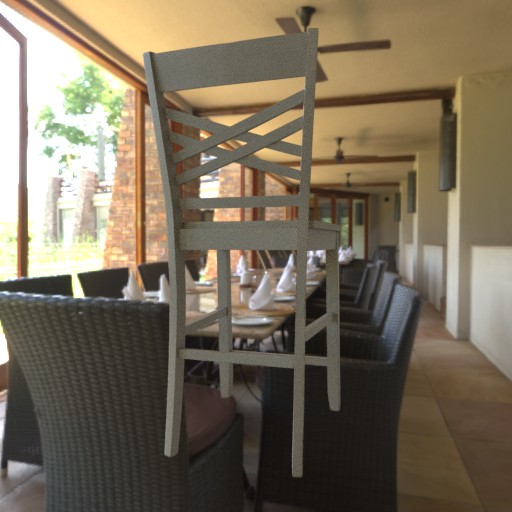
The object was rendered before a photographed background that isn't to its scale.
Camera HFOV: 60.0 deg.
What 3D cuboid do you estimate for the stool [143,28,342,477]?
[{"bbox_3d":[0.000,0.000,1.348,0.462,1.079,0.539,1,2,17],"label":"stool"}]
